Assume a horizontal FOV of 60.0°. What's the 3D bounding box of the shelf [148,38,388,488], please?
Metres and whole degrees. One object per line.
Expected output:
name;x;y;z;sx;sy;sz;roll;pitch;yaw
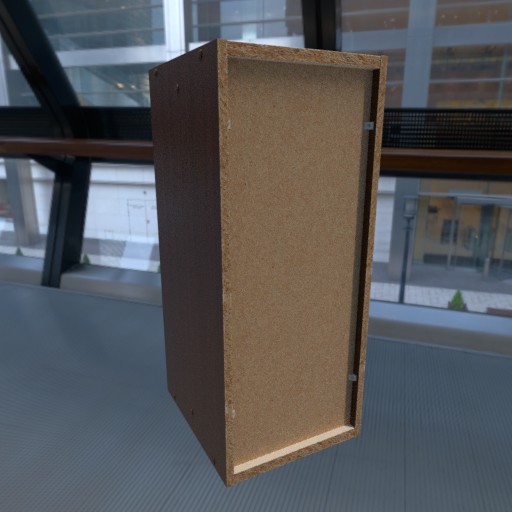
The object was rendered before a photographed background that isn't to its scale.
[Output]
shelf;0.000;0.000;0.747;0.253;0.600;0.290;-8;17;-27
